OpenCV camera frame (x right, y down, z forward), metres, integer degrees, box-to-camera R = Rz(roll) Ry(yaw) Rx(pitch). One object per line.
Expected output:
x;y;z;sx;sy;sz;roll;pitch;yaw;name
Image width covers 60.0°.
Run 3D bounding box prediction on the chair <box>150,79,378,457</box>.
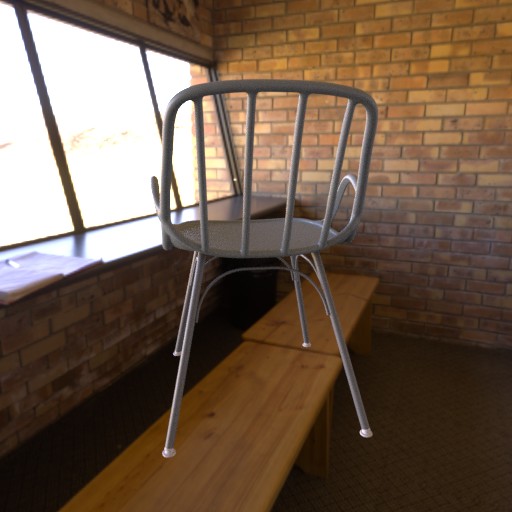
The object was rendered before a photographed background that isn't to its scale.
0.000;0.000;1.199;0.549;0.816;0.597;-2;14;-9;chair
